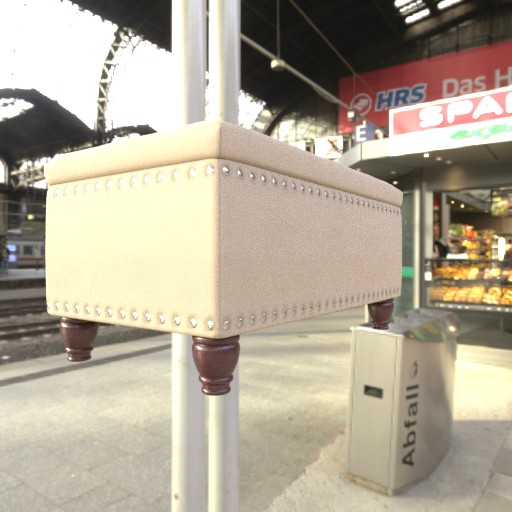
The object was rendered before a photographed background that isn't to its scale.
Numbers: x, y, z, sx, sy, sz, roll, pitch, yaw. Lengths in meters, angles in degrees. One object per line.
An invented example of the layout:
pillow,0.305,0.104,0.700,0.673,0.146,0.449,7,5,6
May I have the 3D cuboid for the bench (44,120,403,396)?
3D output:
bench,0.000,0.000,1.166,0.500,0.449,0.887,0,0,36
